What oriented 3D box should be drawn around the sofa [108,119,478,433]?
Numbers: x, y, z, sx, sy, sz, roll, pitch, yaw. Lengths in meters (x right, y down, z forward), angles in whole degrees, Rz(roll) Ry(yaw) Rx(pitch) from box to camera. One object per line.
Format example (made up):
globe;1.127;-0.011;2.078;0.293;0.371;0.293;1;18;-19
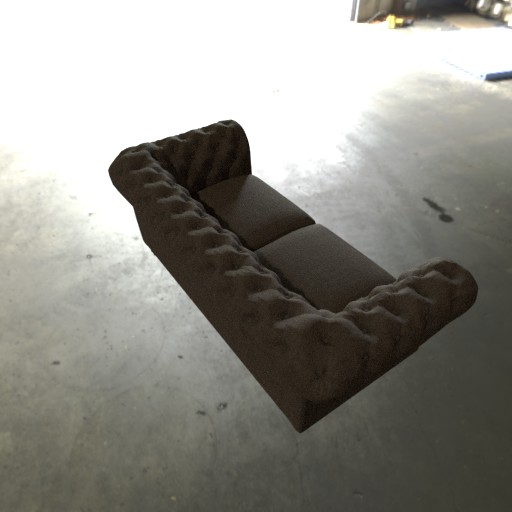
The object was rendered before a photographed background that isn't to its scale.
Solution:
sofa;0.000;0.000;2.504;0.944;0.780;2.048;-25;47;-26
